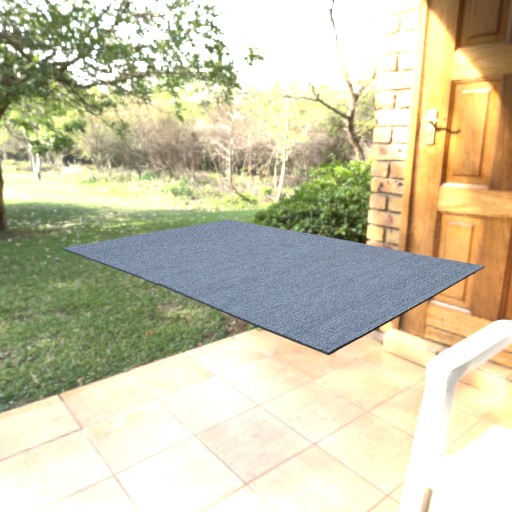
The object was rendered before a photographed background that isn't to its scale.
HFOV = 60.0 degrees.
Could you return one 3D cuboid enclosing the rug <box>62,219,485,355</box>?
[{"bbox_3d":[0.000,0.000,2.934,2.338,0.030,1.616,14,20,43],"label":"rug"}]
